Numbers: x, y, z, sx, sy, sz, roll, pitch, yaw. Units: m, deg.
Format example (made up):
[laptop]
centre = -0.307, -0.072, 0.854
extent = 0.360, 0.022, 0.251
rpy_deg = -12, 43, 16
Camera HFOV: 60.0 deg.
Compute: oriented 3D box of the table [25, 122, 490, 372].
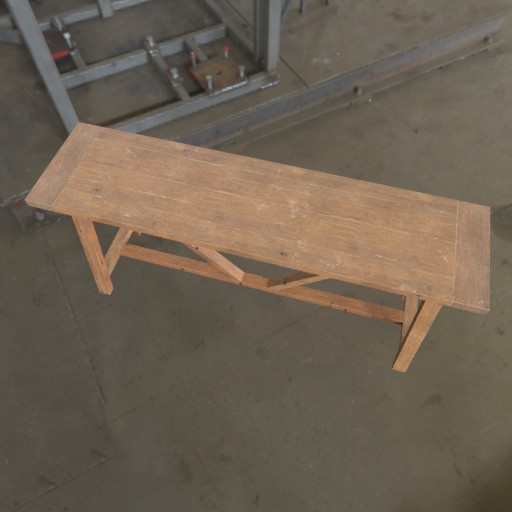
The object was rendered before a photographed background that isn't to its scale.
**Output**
[table]
centre = 0.000, 0.000, 2.115
extent = 1.800, 0.810, 0.465
rpy_deg = 13, 60, 8
